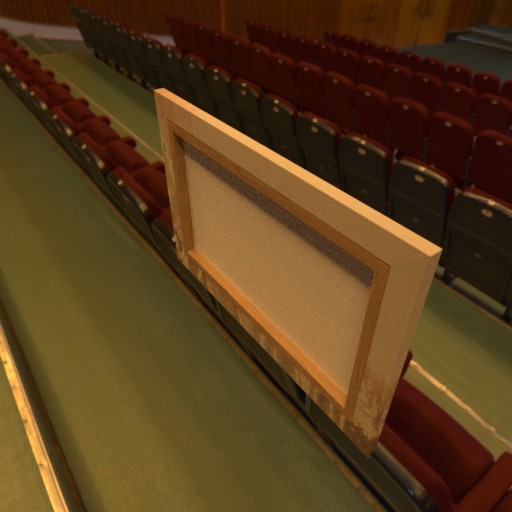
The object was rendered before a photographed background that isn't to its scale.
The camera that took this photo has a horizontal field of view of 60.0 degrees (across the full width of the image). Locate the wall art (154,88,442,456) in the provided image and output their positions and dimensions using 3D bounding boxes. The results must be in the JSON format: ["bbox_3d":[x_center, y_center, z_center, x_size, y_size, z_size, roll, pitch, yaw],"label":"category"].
[{"bbox_3d":[0.000,0.000,1.429,0.041,0.758,1.142,-25,45,-28],"label":"wall art"}]
